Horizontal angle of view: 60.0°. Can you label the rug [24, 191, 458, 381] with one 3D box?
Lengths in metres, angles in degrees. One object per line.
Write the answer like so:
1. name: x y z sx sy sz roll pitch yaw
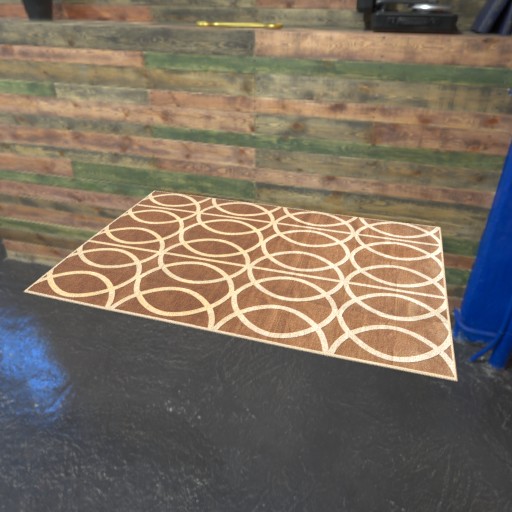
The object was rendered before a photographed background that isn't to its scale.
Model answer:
1. rug: 0.000 0.000 2.830 2.294 0.014 1.528 9 32 14
